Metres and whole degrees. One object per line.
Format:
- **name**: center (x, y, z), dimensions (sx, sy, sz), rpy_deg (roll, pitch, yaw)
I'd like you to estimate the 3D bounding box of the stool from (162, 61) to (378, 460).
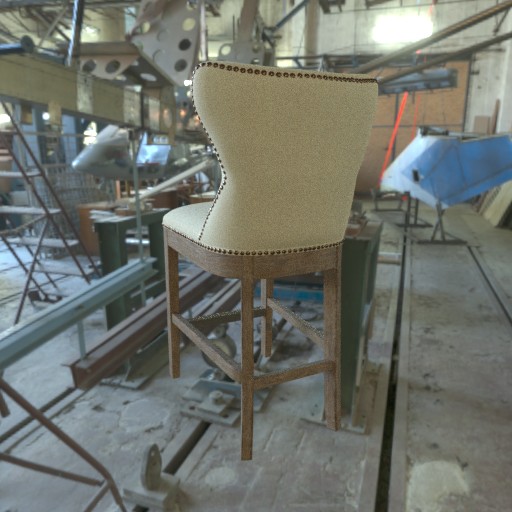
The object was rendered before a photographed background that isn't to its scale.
- **stool**: center (0.000, 0.000, 1.321), dimensions (0.498, 0.981, 0.608), rpy_deg (-7, 15, -26)
